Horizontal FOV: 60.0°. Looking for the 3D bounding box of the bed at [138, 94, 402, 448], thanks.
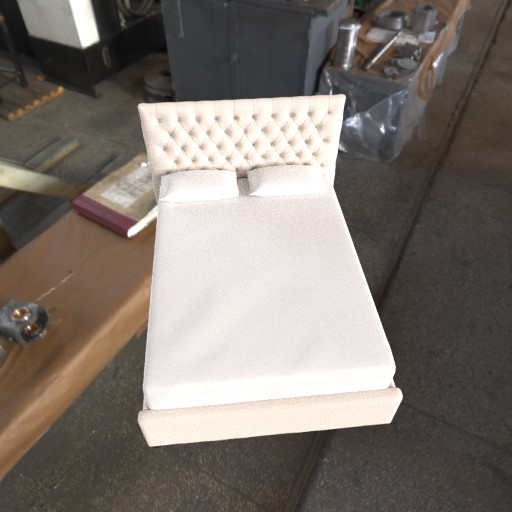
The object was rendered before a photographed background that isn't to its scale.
[{"bbox_3d":[0.000,0.000,3.348,1.696,1.426,2.233,-4,46,-4],"label":"bed"}]
